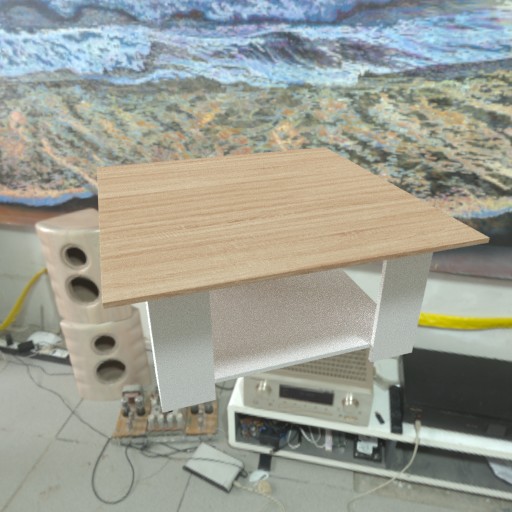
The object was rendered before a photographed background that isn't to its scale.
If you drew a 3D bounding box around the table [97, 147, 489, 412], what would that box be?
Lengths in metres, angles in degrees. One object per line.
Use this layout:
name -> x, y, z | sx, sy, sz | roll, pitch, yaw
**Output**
table -> 0.000, 0.000, 1.061 | 0.670, 0.305, 0.670 | -9, 29, -16
